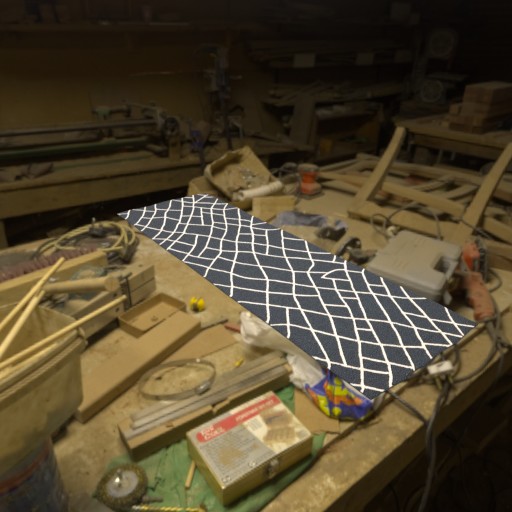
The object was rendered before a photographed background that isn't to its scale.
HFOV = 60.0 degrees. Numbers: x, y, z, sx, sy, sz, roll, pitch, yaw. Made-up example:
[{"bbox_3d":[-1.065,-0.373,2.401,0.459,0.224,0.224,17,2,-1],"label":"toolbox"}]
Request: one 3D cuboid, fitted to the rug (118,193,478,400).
[{"bbox_3d":[0.000,0.000,2.762,0.807,0.010,2.476,-19,33,-33],"label":"rug"}]
